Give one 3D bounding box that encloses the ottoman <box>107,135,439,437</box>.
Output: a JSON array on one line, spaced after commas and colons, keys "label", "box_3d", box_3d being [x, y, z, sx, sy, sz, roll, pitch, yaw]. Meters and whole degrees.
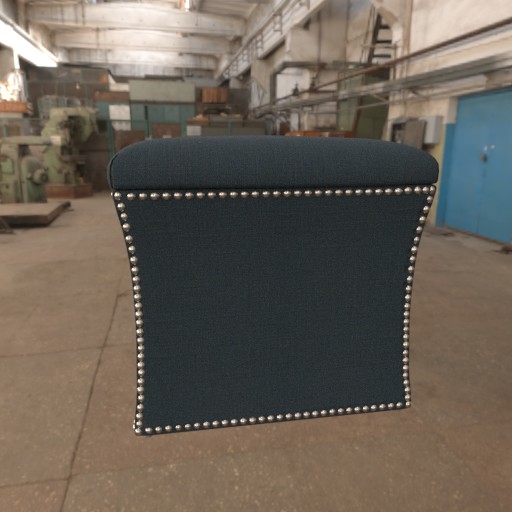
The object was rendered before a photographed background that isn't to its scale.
[{"label": "ottoman", "box_3d": [0.000, 0.000, 0.905, 0.507, 0.475, 0.497, -2, 15, -9]}]
